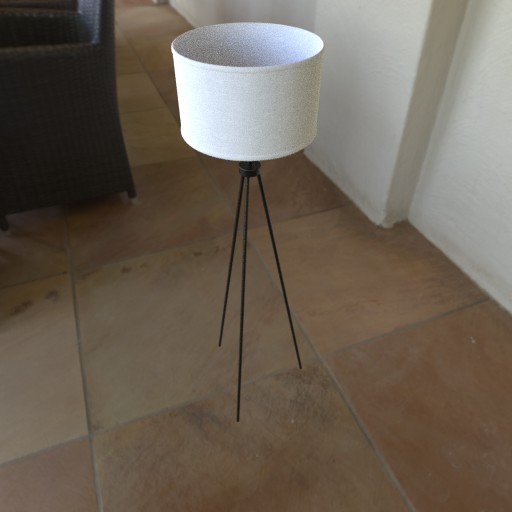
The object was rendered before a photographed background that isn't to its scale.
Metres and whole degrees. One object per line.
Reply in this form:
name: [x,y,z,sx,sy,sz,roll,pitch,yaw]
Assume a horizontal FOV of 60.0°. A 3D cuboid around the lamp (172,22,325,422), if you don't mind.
lamp: [0.000,0.000,1.705,0.458,1.545,0.448,-12,43,-14]
